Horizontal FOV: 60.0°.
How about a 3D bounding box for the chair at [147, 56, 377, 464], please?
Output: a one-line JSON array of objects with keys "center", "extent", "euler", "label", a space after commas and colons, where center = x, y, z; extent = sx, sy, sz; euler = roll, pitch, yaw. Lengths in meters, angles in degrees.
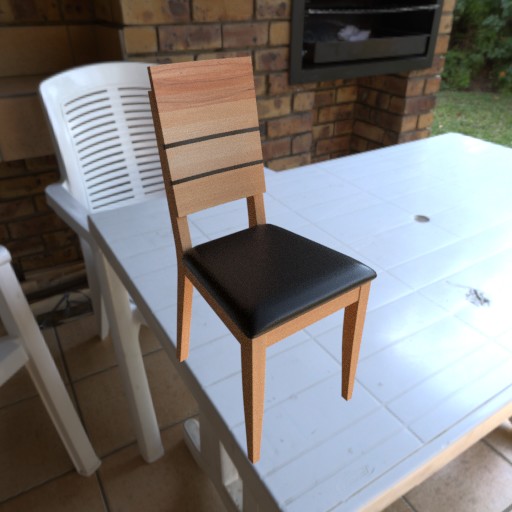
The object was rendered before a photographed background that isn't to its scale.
[{"center": [0.000, 0.000, 1.215], "extent": [0.410, 0.940, 0.520], "euler": [-21, 37, -31], "label": "chair"}]
